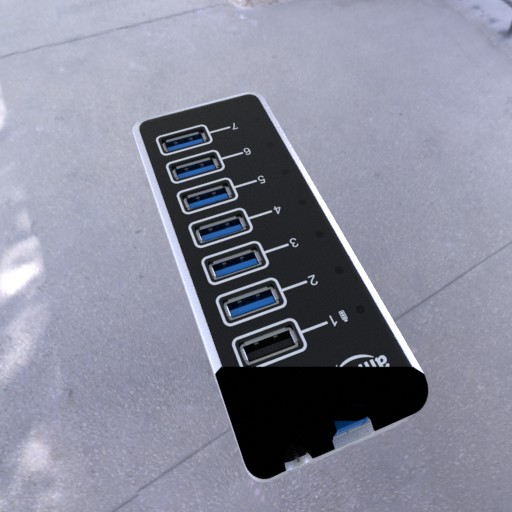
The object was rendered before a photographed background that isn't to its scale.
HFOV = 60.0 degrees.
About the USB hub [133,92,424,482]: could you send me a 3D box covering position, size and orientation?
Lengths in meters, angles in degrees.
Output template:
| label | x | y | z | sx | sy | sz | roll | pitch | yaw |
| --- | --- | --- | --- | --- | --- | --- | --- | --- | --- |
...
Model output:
| label | x | y | z | sx | sy | sz | roll | pitch | yaw |
| --- | --- | --- | --- | --- | --- | --- | --- | --- | --- |
| USB hub | 0.000 | 0.000 | 0.128 | 0.044 | 0.023 | 0.110 | -18 | 61 | -11 |
